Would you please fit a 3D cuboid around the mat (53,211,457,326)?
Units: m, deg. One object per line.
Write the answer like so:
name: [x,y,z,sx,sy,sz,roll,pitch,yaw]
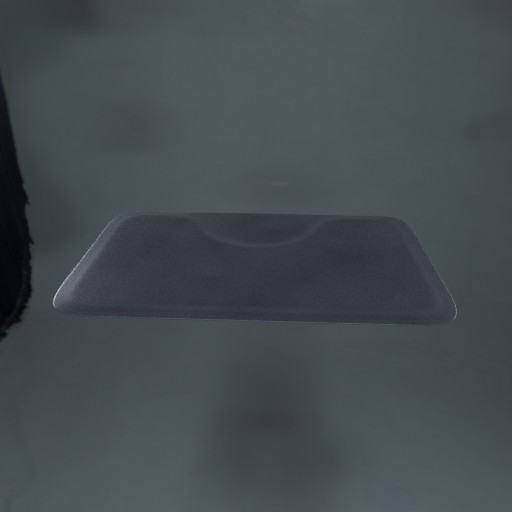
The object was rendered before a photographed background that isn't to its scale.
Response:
mat: [0.000,0.000,1.959,1.524,0.013,0.918,1,30,2]
